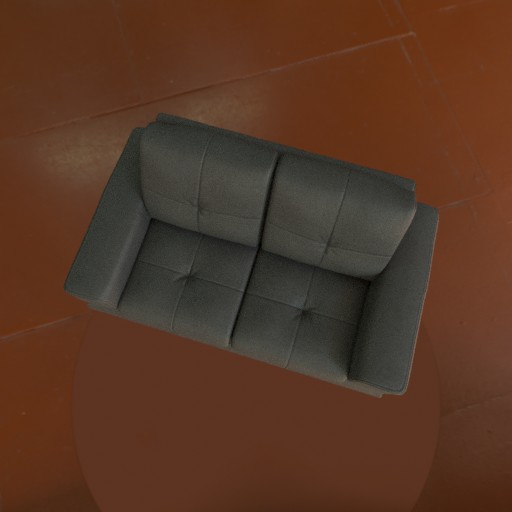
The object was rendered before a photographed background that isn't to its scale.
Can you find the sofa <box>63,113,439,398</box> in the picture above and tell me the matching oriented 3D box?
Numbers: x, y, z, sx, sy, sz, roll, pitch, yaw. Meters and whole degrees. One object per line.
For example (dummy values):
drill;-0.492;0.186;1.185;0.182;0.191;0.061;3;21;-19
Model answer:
sofa;0.000;0.000;2.385;1.806;0.907;1.018;16;75;5
